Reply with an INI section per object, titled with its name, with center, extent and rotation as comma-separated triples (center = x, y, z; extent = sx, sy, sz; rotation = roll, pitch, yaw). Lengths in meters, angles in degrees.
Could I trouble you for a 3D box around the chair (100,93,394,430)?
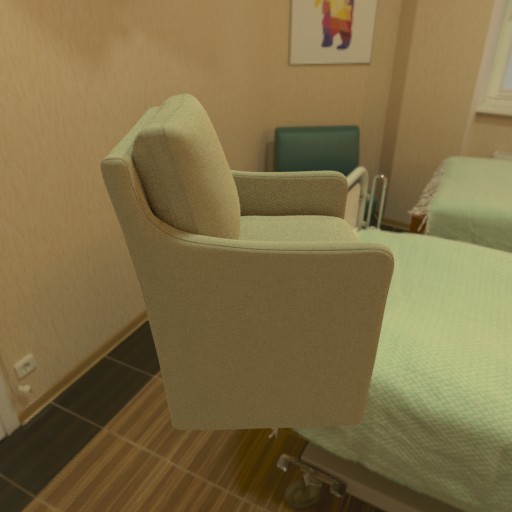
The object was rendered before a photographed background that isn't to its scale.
[chair]
center = 0.000, 0.000, 1.401
extent = 0.694, 0.914, 0.626
rotation = -1, 29, -2
